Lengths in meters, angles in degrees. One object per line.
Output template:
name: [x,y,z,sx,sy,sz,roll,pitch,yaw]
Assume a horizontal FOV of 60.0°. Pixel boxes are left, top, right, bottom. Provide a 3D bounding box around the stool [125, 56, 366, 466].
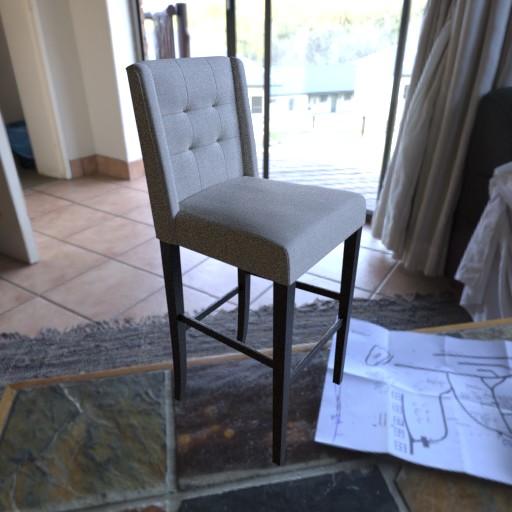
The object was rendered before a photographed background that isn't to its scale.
stool: [0.000,0.000,1.381,0.509,1.116,0.474,17,31,30]
